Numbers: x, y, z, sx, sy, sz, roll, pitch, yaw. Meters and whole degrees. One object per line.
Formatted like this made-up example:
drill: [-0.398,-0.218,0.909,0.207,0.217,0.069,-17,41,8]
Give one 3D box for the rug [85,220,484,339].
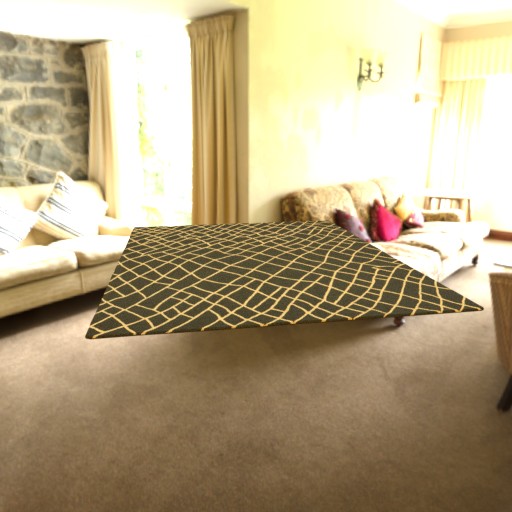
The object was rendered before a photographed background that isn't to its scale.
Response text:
rug: [0.000,0.000,4.060,2.439,0.022,3.047,-3,15,-10]
